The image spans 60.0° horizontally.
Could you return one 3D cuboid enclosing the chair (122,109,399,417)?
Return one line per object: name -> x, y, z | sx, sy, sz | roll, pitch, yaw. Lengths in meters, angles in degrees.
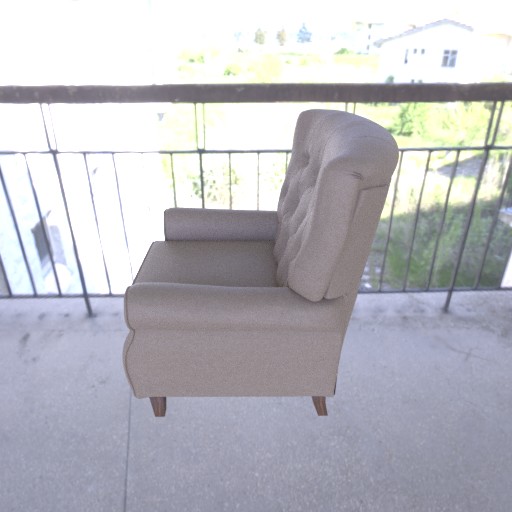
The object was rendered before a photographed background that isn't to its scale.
chair -> 0.000, 0.000, 1.914 | 1.041, 1.138, 0.999 | 0, 27, 0
